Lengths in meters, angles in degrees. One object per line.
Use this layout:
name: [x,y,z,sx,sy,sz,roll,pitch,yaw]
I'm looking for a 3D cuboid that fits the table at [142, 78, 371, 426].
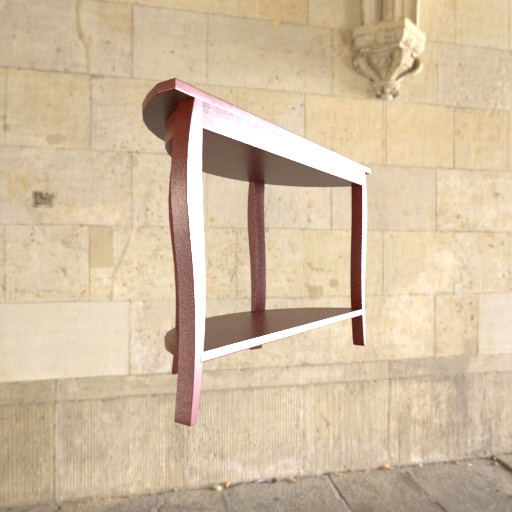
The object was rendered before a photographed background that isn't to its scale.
table: [0.000,0.000,1.584,0.405,0.779,1.219,0,0,34]
